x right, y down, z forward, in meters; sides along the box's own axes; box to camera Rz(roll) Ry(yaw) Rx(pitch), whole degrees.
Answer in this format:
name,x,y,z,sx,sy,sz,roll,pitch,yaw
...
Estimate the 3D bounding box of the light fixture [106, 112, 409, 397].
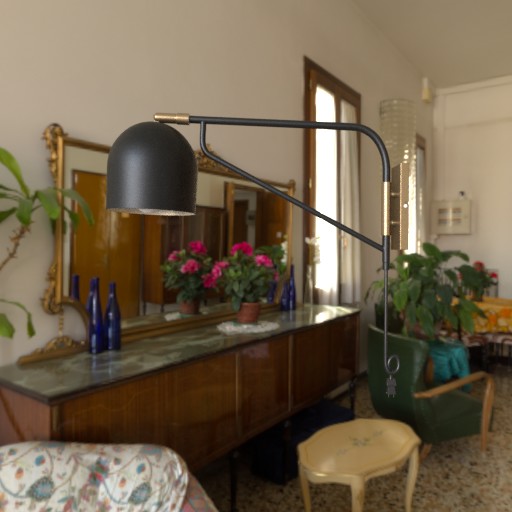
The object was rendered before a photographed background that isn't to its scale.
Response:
name,x,y,z,sx,sy,sz,roll,pitch,yaw
light fixture,0.000,0.000,1.083,0.720,0.696,0.215,0,1,0
